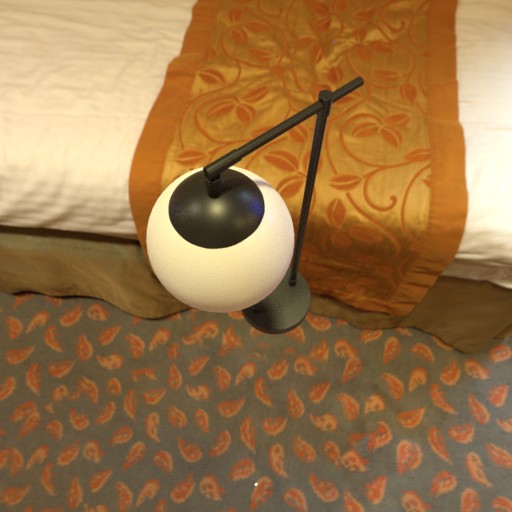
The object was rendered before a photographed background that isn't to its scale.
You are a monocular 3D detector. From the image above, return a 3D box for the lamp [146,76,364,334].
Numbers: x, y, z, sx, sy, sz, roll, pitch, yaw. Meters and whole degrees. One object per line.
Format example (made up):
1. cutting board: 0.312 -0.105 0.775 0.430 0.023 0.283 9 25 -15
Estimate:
1. lamp: 0.000 0.000 0.723 0.316 0.559 0.197 -35 68 -16
